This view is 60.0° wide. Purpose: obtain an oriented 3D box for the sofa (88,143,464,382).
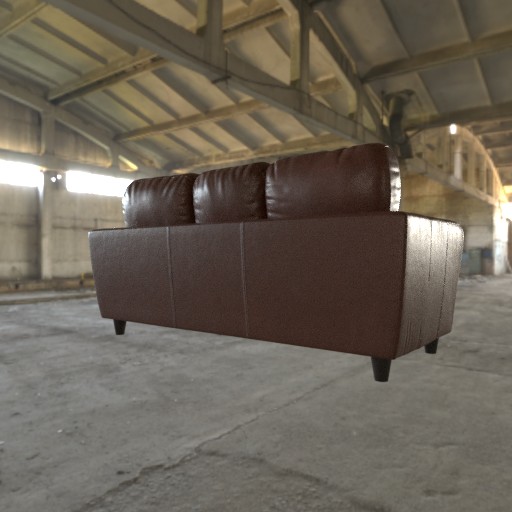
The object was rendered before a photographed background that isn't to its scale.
[{"bbox_3d":[0.000,0.000,2.327,1.862,0.915,0.802,0,0,37],"label":"sofa"}]
